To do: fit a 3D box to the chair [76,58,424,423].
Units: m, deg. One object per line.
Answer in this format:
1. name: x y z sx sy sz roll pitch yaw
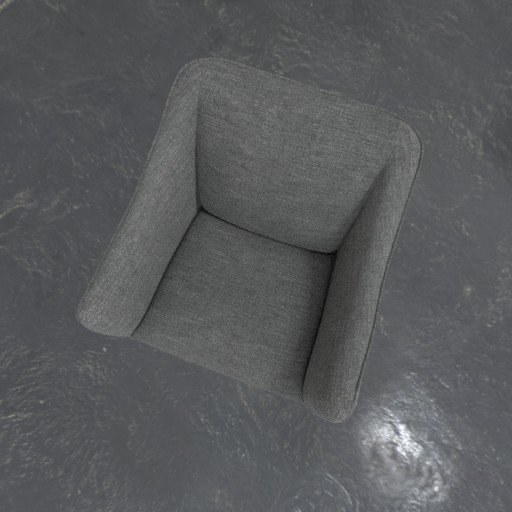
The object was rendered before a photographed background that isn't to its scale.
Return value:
1. chair: 0.000 0.000 1.541 0.870 0.829 0.851 20 77 5
